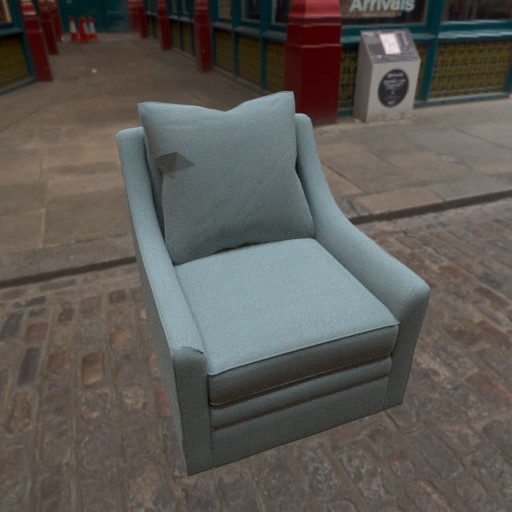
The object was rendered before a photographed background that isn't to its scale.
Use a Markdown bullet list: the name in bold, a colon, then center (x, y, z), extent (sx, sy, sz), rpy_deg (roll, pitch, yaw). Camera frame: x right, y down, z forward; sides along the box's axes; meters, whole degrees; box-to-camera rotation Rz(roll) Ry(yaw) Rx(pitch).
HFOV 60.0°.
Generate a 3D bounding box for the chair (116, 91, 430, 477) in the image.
- **chair**: center (0.000, 0.000, 1.524), extent (0.760, 0.926, 0.870), rpy_deg (-11, 32, -18)
